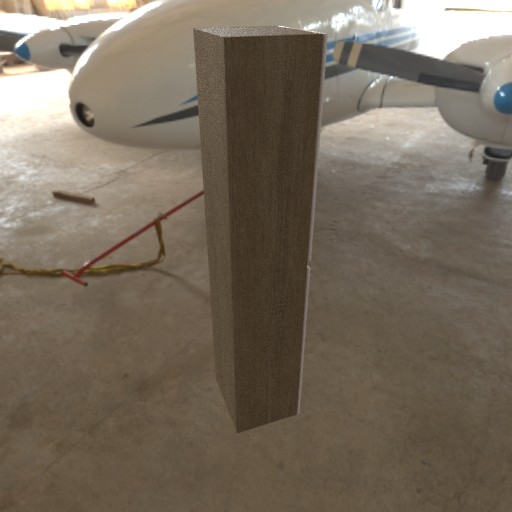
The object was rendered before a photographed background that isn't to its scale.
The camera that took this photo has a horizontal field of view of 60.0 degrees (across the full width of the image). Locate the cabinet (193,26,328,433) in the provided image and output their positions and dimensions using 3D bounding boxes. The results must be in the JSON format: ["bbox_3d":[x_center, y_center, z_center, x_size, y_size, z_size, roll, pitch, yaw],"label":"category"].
[{"bbox_3d":[0.000,0.000,1.541,0.270,1.400,0.300,-11,33,-17],"label":"cabinet"}]
